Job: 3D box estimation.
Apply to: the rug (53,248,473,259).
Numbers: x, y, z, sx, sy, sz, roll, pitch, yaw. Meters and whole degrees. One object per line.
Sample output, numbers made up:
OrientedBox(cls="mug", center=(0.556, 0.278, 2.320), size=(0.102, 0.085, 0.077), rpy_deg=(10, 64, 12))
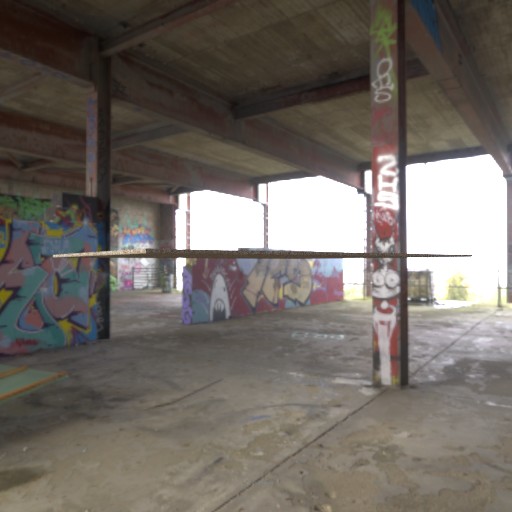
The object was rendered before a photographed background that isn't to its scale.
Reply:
OrientedBox(cls="rug", center=(0.000, 0.000, 4.048), size=(3.000, 0.025, 2.400), rpy_deg=(1, -1, -35))
